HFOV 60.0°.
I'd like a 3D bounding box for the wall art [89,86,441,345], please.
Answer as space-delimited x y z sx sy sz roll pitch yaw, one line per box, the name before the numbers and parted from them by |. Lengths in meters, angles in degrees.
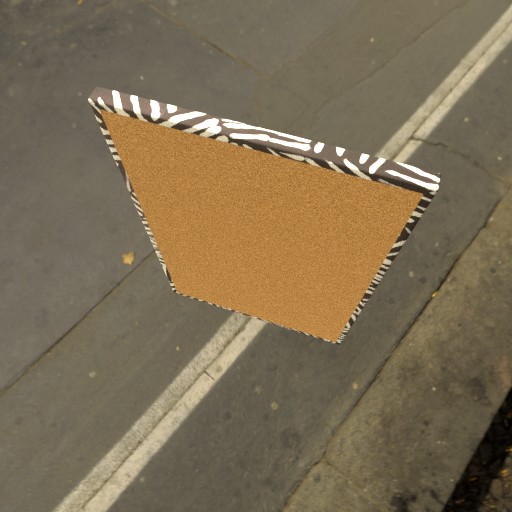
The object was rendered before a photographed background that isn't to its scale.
wall art | 0.000 0.000 1.155 0.615 0.918 0.035 17 65 8
